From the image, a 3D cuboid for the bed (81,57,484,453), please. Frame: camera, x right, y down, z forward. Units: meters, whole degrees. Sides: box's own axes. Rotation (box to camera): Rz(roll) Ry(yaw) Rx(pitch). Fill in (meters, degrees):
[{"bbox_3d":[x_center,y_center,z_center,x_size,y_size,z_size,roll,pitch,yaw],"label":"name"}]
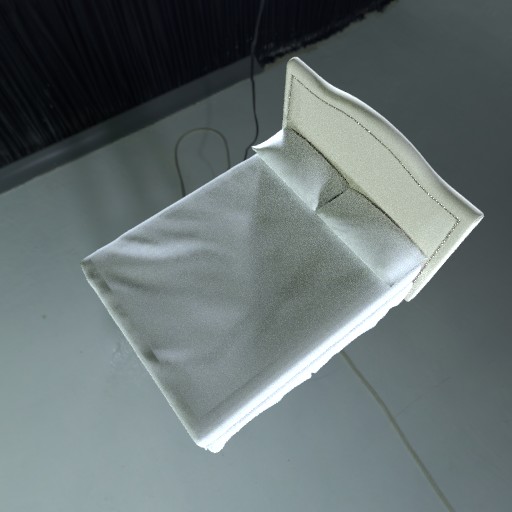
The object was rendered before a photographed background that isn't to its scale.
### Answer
[{"bbox_3d":[0.000,0.000,3.218,2.143,1.460,1.753,-35,68,-16],"label":"bed"}]
